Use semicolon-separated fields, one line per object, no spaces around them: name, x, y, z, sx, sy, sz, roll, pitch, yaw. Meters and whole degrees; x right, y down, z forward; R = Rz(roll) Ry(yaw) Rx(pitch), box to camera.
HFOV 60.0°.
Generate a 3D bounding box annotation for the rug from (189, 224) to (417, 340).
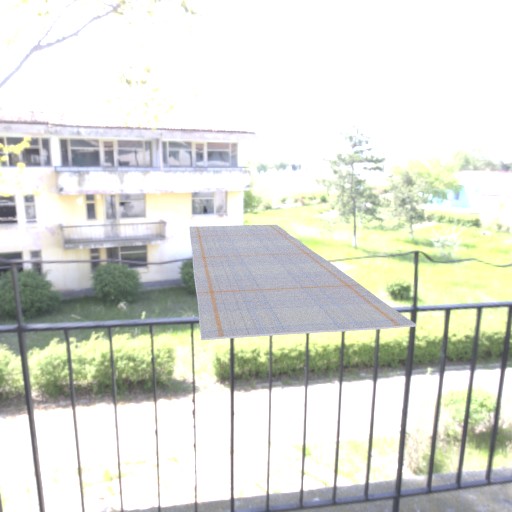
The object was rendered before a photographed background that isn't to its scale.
rug;0.000;0.000;2.699;0.770;0.016;2.442;-2;13;-9
